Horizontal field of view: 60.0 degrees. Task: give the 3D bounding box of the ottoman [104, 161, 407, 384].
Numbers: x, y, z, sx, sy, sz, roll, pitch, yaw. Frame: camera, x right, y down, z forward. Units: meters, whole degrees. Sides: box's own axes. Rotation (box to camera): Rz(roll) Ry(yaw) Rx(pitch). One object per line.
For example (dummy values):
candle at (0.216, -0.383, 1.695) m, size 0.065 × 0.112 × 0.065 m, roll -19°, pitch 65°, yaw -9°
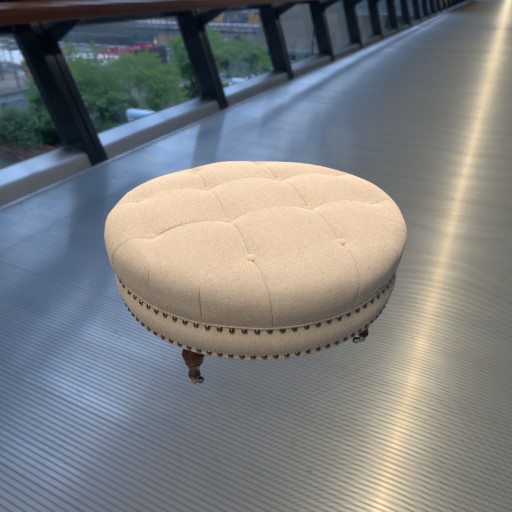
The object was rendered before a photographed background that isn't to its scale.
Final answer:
ottoman at (0.000, 0.000, 1.505) m, size 0.940 × 0.483 × 0.940 m, roll 0°, pitch 30°, yaw 0°
